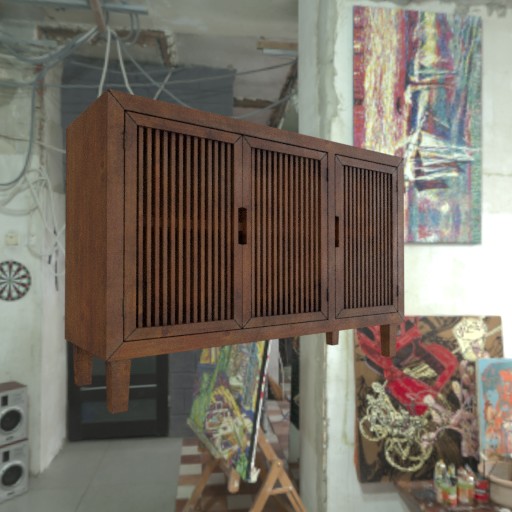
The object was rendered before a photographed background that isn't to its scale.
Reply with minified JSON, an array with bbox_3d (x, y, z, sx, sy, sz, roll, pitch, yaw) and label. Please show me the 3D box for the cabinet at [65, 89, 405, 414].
[{"bbox_3d":[0.000,0.000,1.599,1.204,0.805,0.403,1,-1,-37],"label":"cabinet"}]
